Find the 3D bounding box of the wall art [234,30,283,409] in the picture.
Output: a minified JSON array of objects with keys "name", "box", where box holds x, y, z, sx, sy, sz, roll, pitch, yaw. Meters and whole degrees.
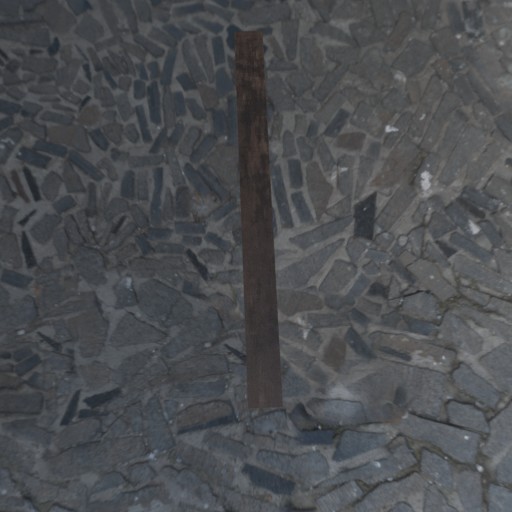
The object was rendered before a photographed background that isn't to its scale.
[{"name":"wall art","box":[0.000,0.000,0.566,0.027,0.406,0.329,-2,77,-1]}]
